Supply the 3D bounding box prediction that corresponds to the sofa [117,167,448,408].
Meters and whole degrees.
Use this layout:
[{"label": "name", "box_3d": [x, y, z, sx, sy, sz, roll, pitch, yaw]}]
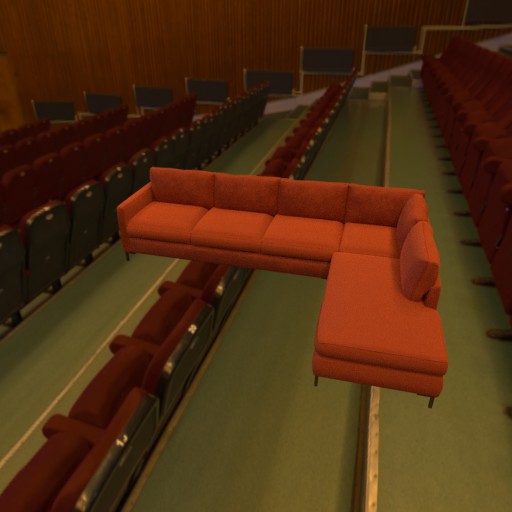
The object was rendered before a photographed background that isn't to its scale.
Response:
[{"label": "sofa", "box_3d": [0.000, 0.000, 3.562, 2.736, 0.757, 1.879, 7, 31, 13]}]
